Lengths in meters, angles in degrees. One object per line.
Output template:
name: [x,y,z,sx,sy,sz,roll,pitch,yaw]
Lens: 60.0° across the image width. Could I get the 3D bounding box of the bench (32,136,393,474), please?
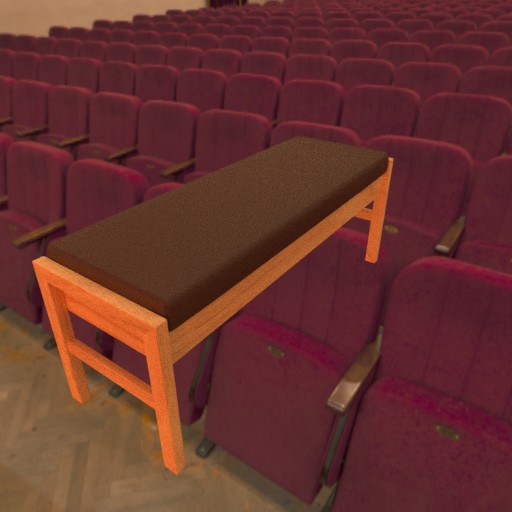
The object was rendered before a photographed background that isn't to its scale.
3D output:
bench: [0.000,0.000,1.438,0.405,0.480,1.200,20,36,30]
